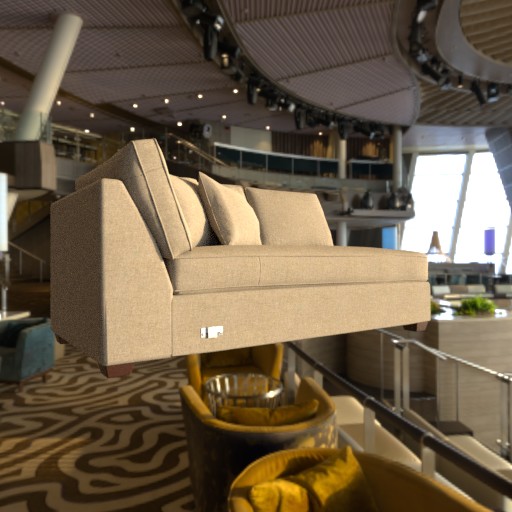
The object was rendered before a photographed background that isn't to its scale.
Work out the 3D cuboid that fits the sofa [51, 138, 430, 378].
[{"bbox_3d":[0.000,0.000,2.830,2.238,1.019,1.110,0,0,-35],"label":"sofa"}]
